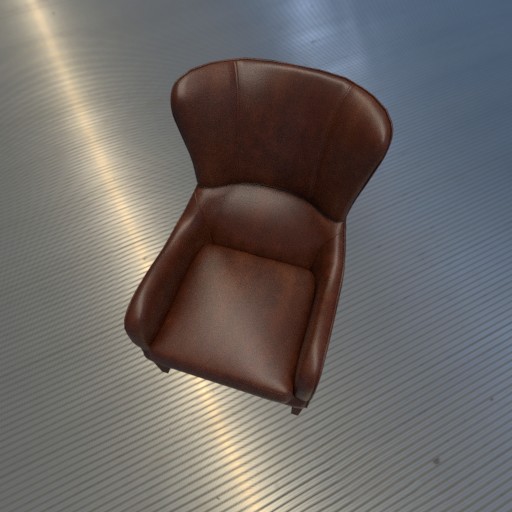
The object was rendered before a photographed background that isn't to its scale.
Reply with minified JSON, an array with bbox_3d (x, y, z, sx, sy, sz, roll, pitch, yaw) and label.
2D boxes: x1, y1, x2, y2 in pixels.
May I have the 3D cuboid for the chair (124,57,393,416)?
[{"bbox_3d":[0.000,0.000,1.658,0.692,1.048,0.914,15,60,9],"label":"chair"}]
